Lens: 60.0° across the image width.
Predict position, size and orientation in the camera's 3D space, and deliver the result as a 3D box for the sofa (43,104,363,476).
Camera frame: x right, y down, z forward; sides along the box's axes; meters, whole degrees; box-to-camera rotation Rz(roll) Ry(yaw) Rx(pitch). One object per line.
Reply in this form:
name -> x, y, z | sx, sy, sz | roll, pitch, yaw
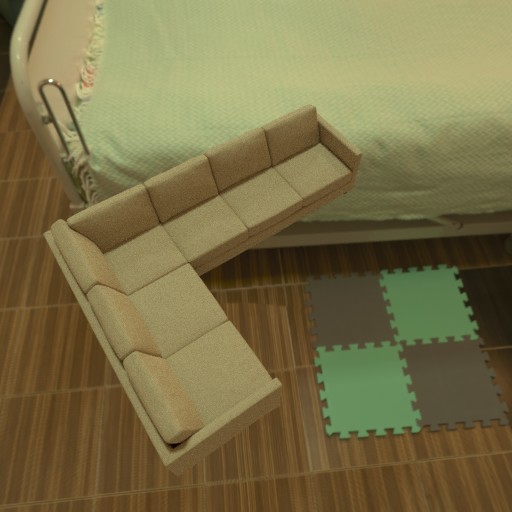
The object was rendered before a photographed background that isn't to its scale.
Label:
sofa -> 0.000, 0.000, 4.278 | 3.182, 0.863, 2.432 | -30, 62, -18
